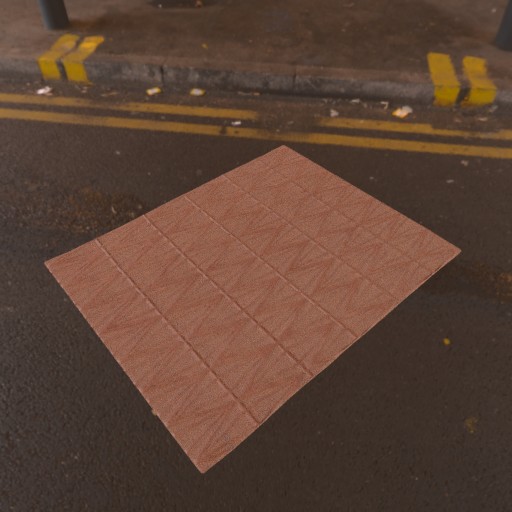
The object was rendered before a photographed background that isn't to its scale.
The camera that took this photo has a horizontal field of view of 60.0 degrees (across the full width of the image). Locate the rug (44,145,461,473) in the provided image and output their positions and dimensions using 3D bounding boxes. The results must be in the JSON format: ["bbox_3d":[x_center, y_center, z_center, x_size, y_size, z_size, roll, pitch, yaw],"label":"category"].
[{"bbox_3d":[0.000,0.000,4.134,3.052,0.043,2.453,-32,54,-27],"label":"rug"}]
